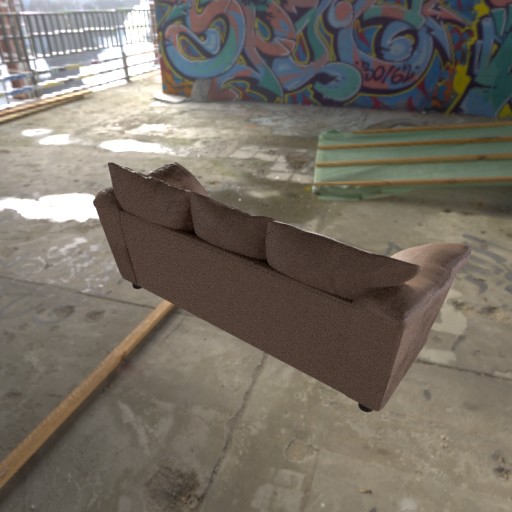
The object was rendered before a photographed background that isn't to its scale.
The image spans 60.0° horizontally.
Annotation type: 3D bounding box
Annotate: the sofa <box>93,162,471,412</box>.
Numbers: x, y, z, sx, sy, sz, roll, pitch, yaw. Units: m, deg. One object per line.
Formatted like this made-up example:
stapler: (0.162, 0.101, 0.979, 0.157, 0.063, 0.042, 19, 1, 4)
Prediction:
sofa: (0.000, 0.000, 2.900, 2.377, 0.981, 0.893, 21, 36, 32)
